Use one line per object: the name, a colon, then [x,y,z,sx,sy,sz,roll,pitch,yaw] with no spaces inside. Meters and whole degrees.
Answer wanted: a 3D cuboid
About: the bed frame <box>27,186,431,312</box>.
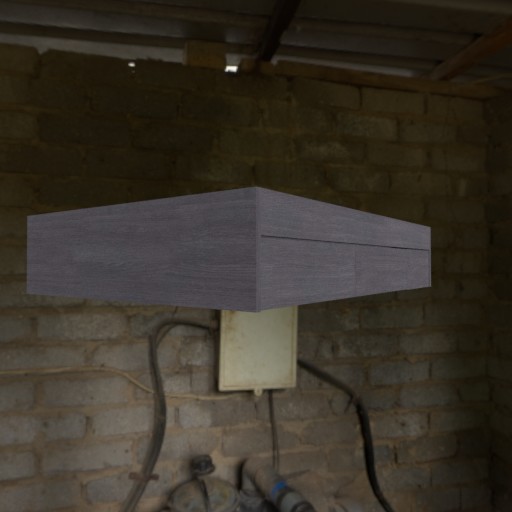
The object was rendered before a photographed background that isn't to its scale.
bed frame: [0.000,0.000,2.596,1.448,0.459,1.944,-1,-1,37]
